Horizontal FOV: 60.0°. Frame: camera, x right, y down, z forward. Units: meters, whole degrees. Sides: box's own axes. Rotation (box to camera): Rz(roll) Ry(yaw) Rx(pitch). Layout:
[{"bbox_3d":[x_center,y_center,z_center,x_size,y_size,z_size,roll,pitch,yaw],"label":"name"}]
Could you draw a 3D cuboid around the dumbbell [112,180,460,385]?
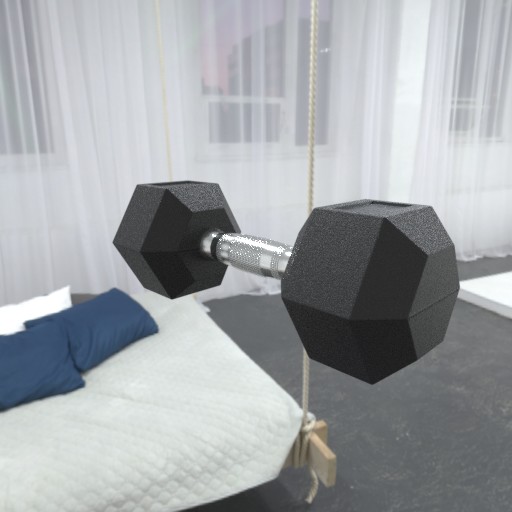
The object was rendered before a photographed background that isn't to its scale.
[{"bbox_3d":[0.000,0.000,0.432,0.356,0.123,0.141,14,20,43],"label":"dumbbell"}]
